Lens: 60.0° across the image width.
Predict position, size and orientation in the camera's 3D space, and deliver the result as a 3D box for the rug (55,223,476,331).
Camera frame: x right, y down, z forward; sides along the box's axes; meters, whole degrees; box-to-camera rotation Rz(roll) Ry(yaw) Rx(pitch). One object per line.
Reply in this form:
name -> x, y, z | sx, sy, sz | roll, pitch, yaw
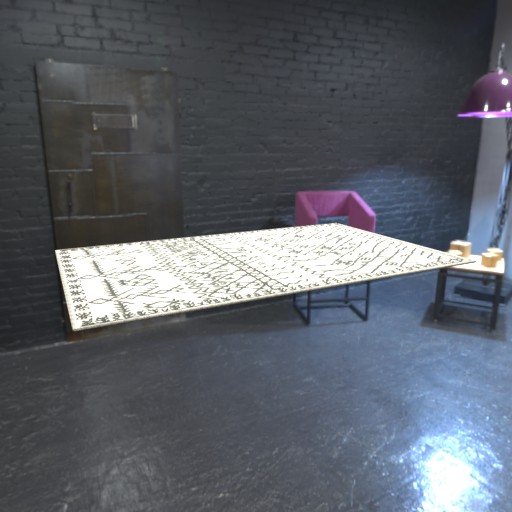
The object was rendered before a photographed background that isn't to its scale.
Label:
rug -> 0.000, 0.000, 3.019 | 2.444, 0.012, 1.526 | -7, 16, -25
